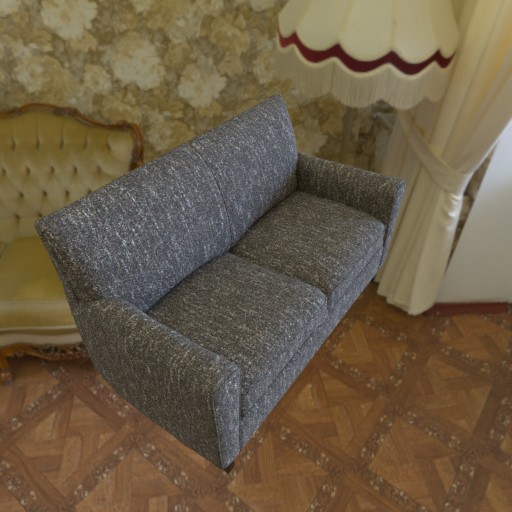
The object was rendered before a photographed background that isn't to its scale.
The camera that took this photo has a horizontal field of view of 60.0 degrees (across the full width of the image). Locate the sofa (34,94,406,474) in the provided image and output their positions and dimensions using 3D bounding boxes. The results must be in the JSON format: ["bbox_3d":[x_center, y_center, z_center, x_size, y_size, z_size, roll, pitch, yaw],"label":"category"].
[{"bbox_3d":[0.000,0.000,2.031,0.801,0.946,1.519,25,46,27],"label":"sofa"}]
